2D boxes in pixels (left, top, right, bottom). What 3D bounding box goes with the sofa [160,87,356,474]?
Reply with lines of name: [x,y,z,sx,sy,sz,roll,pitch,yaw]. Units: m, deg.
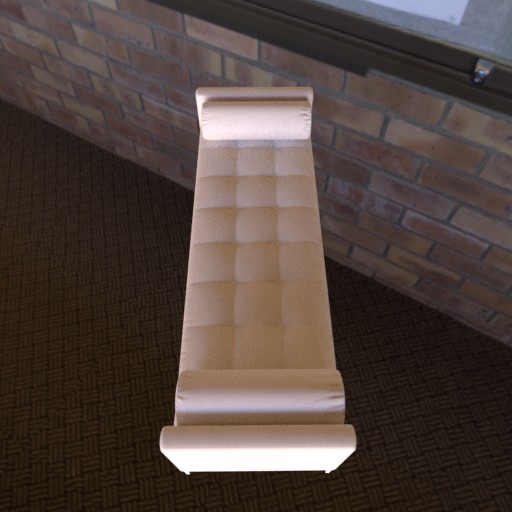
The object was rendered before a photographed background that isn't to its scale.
sofa: [0.000,0.000,2.306,0.686,0.635,1.981,0,57,0]
